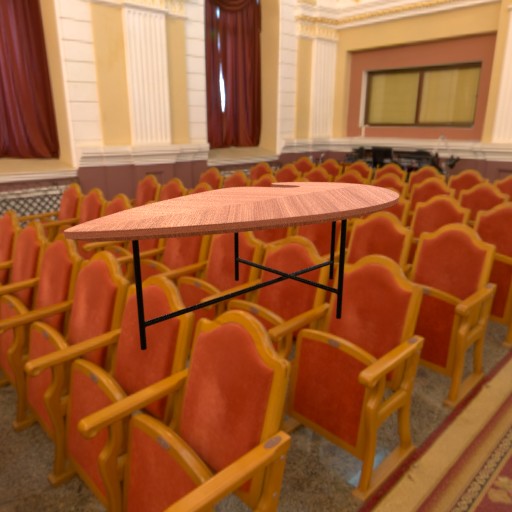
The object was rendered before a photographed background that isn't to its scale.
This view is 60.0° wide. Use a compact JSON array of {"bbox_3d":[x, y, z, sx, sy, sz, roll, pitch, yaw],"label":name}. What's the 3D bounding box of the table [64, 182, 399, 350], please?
[{"bbox_3d":[0.000,0.000,1.452,1.199,0.360,0.598,-15,22,-41],"label":"table"}]
